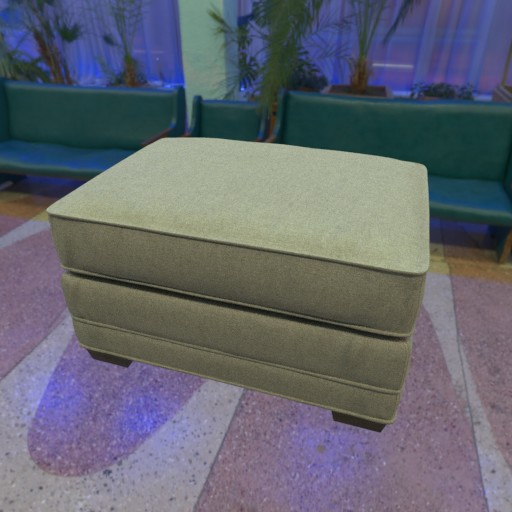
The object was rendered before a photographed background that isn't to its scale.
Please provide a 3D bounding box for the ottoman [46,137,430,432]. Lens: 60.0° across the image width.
[{"bbox_3d":[0.000,0.000,1.220,0.848,0.508,0.611,10,33,15],"label":"ottoman"}]
